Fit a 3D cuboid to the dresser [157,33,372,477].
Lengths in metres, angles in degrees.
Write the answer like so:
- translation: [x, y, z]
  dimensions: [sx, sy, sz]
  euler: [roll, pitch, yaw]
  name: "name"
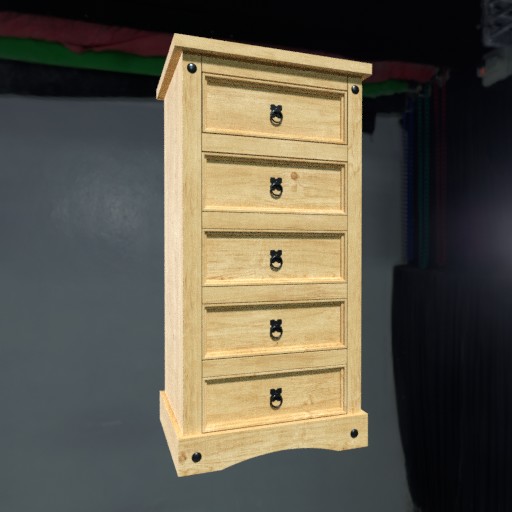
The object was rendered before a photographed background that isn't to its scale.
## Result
- translation: [0.000, 0.000, 1.305]
  dimensions: [0.531, 1.041, 0.390]
  euler: [0, 1, -19]
  name: "dresser"
